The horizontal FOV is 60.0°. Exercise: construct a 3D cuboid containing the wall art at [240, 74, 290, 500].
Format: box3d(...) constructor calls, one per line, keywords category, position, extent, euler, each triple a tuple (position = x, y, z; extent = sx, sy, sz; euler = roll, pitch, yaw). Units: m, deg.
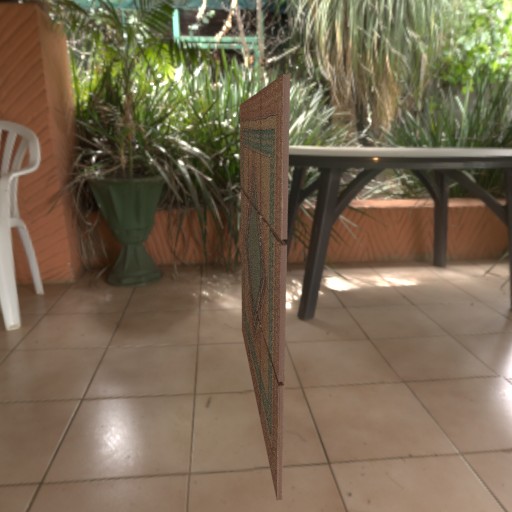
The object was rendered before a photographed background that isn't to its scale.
box3d(category="wall art", position=(0.000, 0.000, 1.336), extent=(0.013, 0.914, 0.915), euler=(-2, 16, -7))
